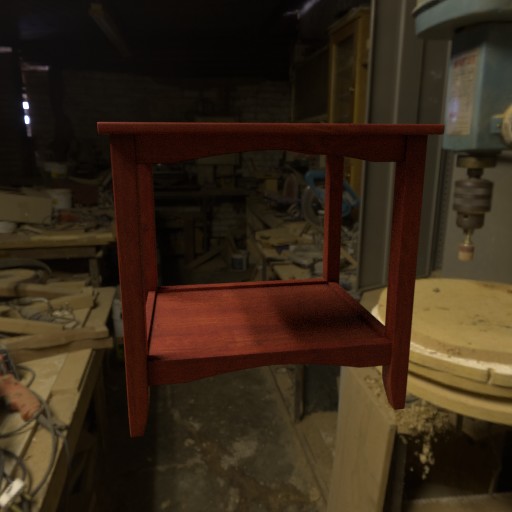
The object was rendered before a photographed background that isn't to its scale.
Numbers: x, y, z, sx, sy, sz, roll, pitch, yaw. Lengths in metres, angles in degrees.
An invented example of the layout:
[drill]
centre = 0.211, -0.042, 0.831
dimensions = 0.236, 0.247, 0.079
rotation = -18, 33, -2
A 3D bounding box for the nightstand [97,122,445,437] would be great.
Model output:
[nightstand]
centre = 0.000, 0.000, 1.004
dimensions = 0.558, 0.558, 0.501
rotation = -2, 15, -9
